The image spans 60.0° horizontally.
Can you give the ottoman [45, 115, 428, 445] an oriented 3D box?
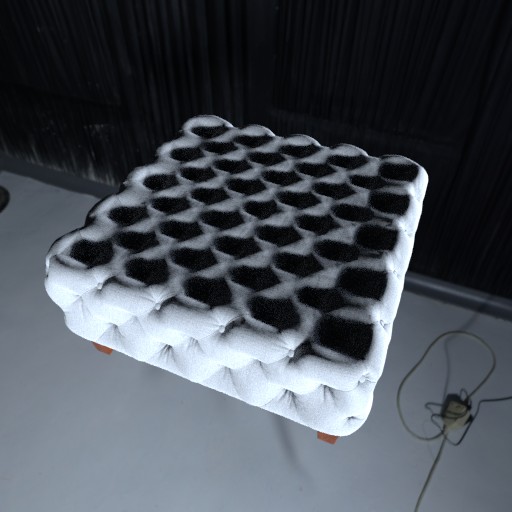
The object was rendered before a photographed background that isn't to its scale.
[{"bbox_3d":[0.000,0.000,1.190,0.764,0.365,0.758,17,47,16],"label":"ottoman"}]
